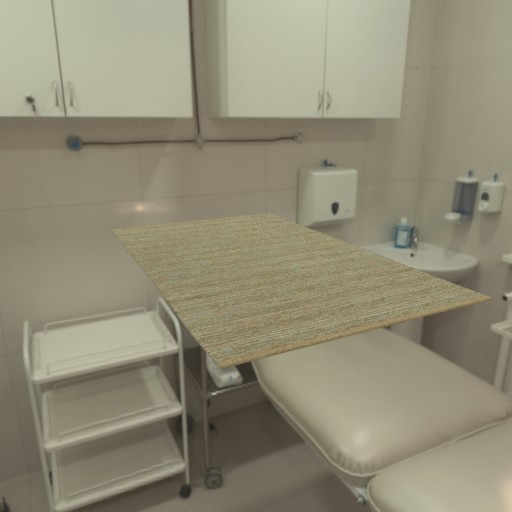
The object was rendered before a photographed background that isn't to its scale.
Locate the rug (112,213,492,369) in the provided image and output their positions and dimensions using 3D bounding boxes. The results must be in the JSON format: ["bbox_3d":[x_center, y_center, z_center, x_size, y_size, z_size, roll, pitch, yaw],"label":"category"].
[{"bbox_3d":[0.000,0.000,3.029,1.540,0.012,2.448,-8,19,-25],"label":"rug"}]
